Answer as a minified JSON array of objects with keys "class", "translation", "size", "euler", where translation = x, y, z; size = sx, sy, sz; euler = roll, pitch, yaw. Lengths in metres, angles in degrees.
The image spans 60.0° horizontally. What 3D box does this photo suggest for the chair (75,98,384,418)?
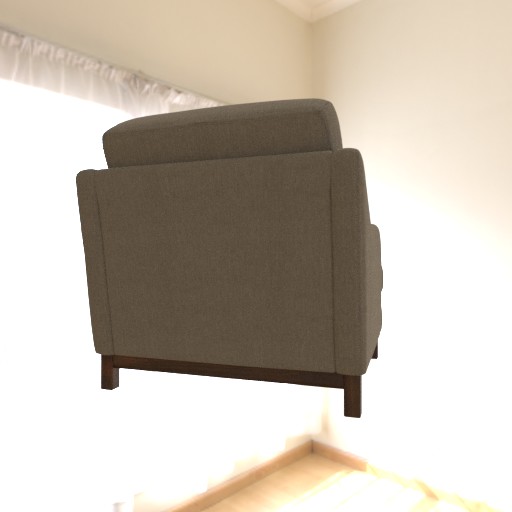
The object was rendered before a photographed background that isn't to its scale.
[{"class":"chair","translation":[0.000,0.000,1.551],"size":[0.826,0.821,0.892],"euler":[0,-1,19]}]
